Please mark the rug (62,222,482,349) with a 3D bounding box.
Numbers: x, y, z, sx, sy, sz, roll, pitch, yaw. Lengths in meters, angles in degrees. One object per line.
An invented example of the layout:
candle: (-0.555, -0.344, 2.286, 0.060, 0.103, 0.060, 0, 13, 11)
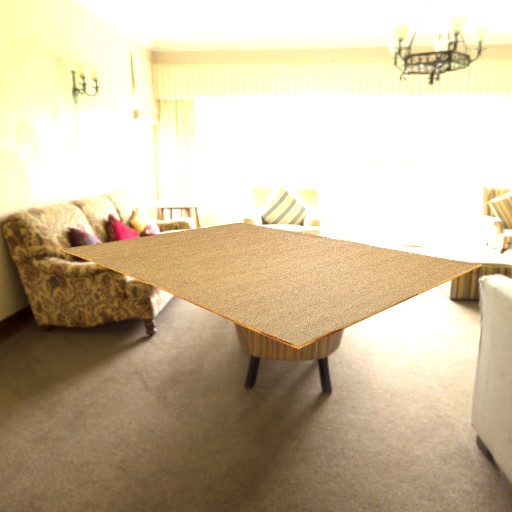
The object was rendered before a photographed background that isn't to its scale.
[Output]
rug: (0.000, 0.000, 4.188, 2.434, 0.045, 3.202, -12, 18, -42)
